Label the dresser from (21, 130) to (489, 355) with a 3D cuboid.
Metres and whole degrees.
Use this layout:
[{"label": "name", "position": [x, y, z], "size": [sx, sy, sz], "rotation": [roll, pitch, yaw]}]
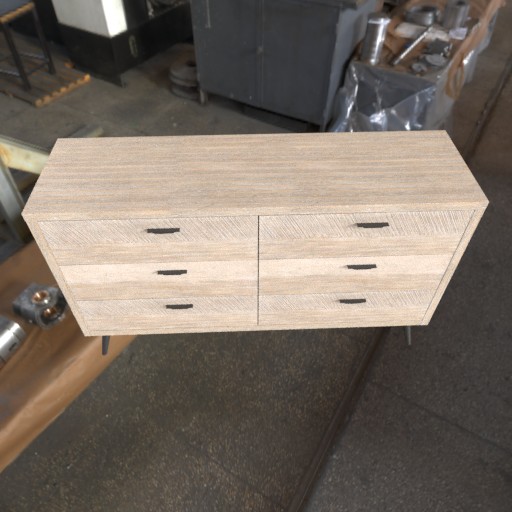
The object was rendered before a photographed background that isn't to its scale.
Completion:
[{"label": "dresser", "position": [0.000, 0.000, 1.921], "size": [1.524, 0.914, 0.457], "rotation": [-2, 47, -2]}]
